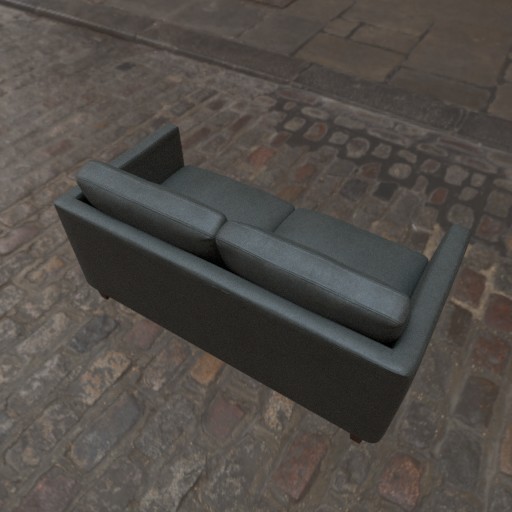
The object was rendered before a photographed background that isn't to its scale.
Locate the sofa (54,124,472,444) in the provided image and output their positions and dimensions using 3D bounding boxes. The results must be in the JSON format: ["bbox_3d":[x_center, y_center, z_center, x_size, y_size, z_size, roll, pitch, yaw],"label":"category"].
[{"bbox_3d":[0.000,0.000,2.381,1.883,0.933,0.951,24,51,21],"label":"sofa"}]
